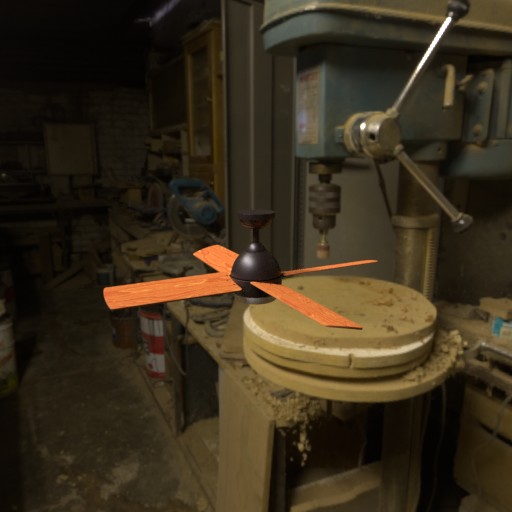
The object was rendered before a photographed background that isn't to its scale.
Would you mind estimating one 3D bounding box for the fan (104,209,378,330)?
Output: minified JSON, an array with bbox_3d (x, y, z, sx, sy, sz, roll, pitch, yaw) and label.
[{"bbox_3d":[0.000,0.000,2.010,1.332,0.403,1.332,-7,15,-26],"label":"fan"}]
